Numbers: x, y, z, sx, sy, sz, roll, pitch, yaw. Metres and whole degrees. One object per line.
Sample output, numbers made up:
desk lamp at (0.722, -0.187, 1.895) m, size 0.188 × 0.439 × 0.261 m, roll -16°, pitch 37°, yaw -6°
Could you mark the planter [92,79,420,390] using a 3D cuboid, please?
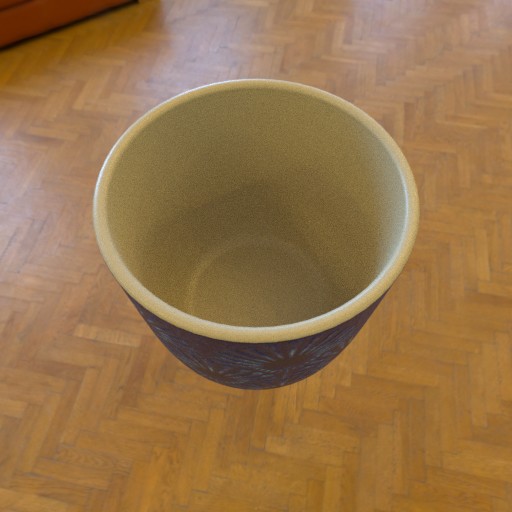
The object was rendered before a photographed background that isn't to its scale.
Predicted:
planter at (0.000, 0.000, 0.216) m, size 0.124 × 0.109 × 0.124 m, roll 0°, pitch 60°, yaw 0°
